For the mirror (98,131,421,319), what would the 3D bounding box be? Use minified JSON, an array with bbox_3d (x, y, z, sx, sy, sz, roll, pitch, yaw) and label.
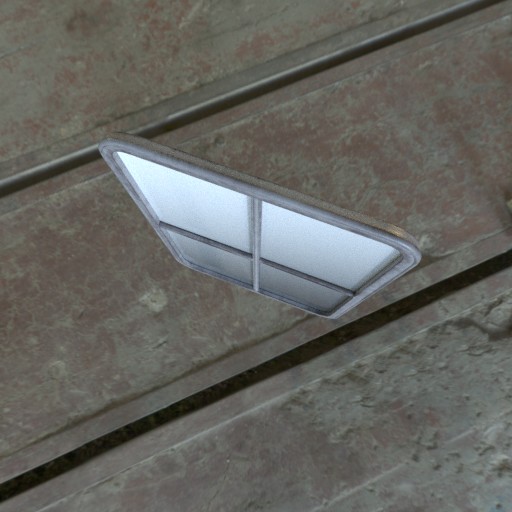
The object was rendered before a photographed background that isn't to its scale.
[{"bbox_3d":[0.000,0.000,0.891,0.461,0.713,0.024,20,76,5],"label":"mirror"}]
